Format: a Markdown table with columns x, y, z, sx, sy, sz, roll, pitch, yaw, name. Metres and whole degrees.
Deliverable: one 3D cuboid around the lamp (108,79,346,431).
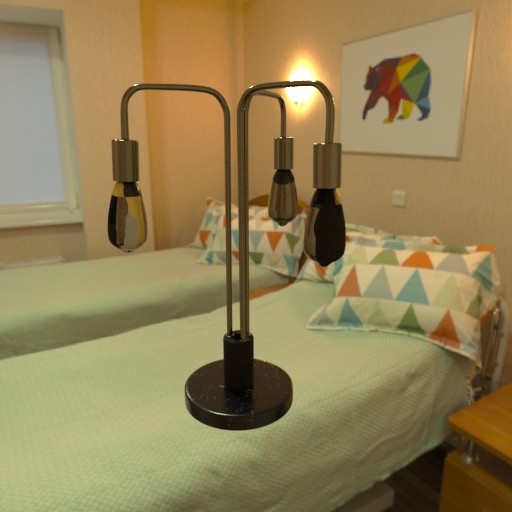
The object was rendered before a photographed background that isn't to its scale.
| x | y | z | sx | sy | sz | roll | pitch | yaw | name |
| --- | --- | --- | --- | --- | --- | --- | --- | --- | --- |
| 0.000 | 0.000 | 0.779 | 0.355 | 0.560 | 0.368 | 8 | 17 | 27 | lamp |
